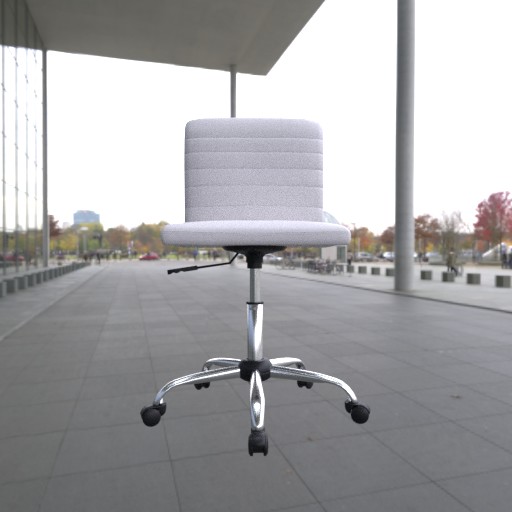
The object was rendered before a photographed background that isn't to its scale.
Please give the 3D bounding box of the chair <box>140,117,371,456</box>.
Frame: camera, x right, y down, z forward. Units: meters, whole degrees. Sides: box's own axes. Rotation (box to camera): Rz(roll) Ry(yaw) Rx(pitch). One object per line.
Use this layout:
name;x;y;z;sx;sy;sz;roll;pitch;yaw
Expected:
chair;0.000;0.000;1.042;0.520;0.750;0.455;0;1;-1
